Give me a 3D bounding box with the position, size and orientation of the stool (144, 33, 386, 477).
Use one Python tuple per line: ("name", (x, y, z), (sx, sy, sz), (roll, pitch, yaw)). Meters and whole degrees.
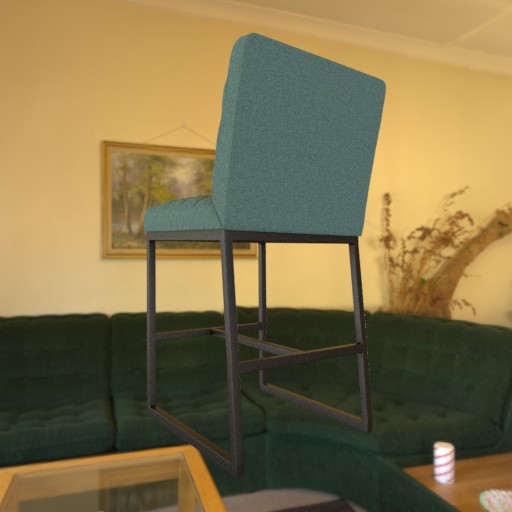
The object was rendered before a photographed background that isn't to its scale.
("stool", (0.000, 0.000, 1.253), (0.460, 0.940, 0.560), (0, -1, -36))
